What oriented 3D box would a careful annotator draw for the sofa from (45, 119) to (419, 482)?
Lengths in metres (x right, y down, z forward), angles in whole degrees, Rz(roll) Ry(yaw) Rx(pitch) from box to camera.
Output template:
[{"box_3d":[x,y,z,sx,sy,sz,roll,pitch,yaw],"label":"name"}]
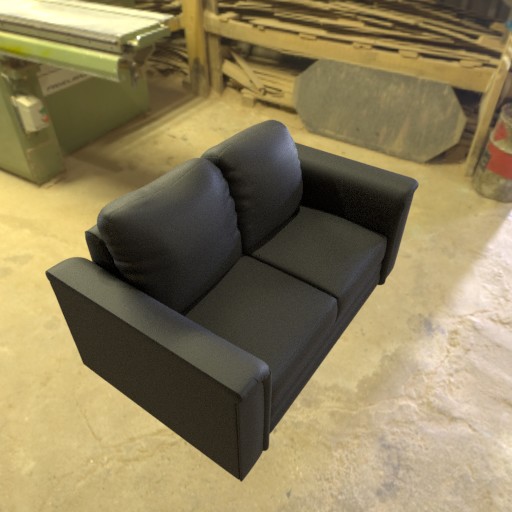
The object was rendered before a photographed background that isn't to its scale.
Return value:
[{"box_3d":[0.000,0.000,1.940,0.887,0.845,1.386,25,46,26],"label":"sofa"}]
